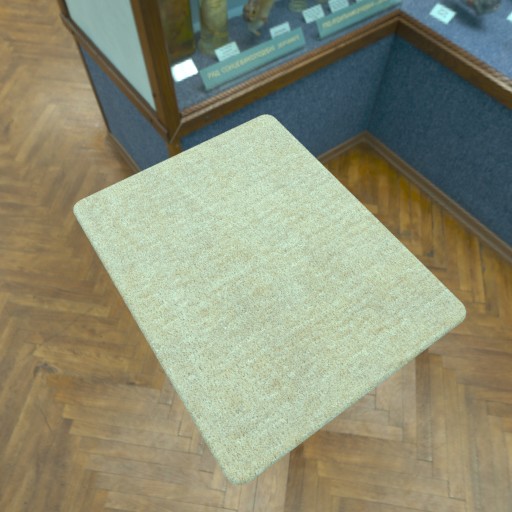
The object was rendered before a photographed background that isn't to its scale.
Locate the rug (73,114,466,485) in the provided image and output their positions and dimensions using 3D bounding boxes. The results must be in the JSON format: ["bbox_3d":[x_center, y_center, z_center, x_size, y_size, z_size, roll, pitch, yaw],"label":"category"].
[{"bbox_3d":[0.000,0.000,3.411,2.009,0.048,2.528,-30,63,-17],"label":"rug"}]
